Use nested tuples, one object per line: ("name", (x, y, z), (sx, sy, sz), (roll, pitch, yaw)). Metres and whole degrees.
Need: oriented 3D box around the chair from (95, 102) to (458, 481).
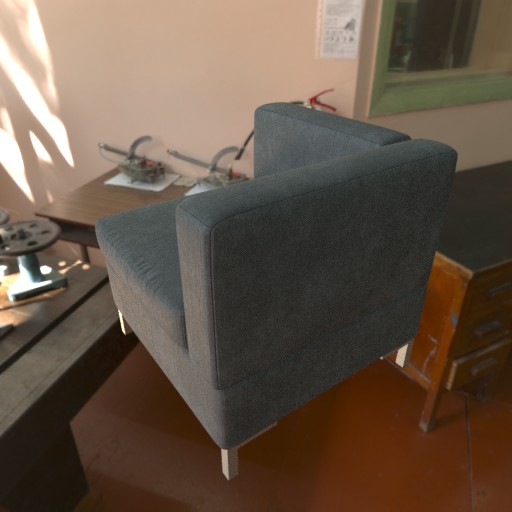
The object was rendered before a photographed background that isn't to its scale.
("chair", (0.000, 0.000, 1.202), (0.680, 0.660, 0.680), (-20, 36, -30))
